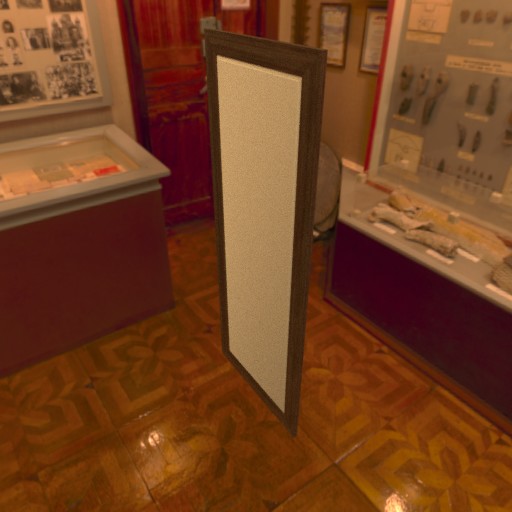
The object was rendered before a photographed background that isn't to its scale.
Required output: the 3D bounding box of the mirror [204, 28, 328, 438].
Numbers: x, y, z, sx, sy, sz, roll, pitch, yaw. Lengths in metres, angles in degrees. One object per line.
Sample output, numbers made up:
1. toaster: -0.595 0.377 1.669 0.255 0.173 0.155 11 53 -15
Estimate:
1. mirror: 0.000 0.000 2.283 0.025 2.032 0.812 -20 38 -28
